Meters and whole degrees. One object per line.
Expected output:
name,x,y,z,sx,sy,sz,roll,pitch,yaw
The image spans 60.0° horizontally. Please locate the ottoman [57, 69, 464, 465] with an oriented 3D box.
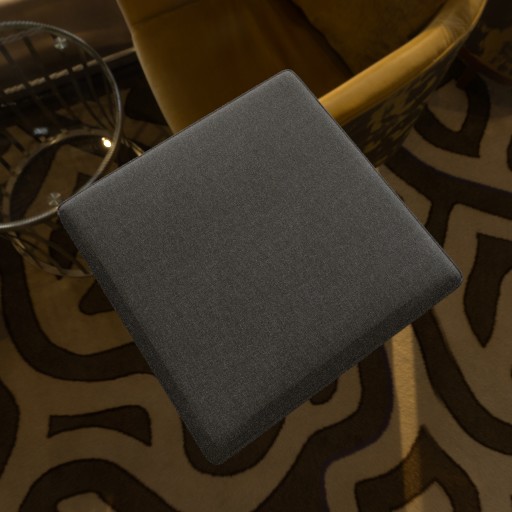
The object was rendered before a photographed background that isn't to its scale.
ottoman,0.000,0.000,1.607,1.000,0.439,1.000,-34,77,-9
